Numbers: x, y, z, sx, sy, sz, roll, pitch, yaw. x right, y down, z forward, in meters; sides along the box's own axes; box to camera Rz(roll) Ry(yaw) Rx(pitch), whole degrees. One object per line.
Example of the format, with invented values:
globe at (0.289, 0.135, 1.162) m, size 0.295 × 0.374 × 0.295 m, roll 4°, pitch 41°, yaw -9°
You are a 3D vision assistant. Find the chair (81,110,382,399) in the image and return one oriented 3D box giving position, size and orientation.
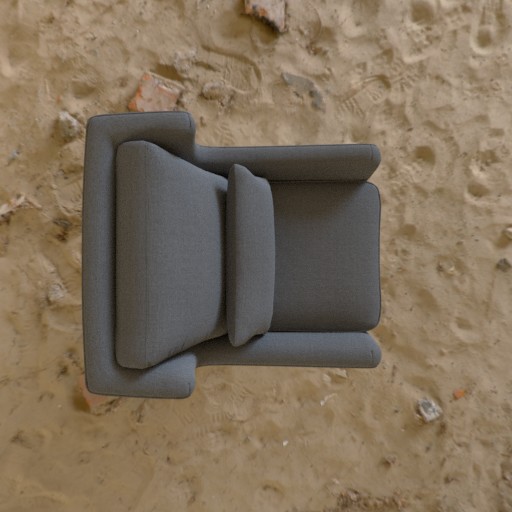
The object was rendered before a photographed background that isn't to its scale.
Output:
chair at (0.000, 0.000, 1.793) m, size 1.040 × 1.056 × 0.866 m, roll 0°, pitch 89°, yaw -1°
